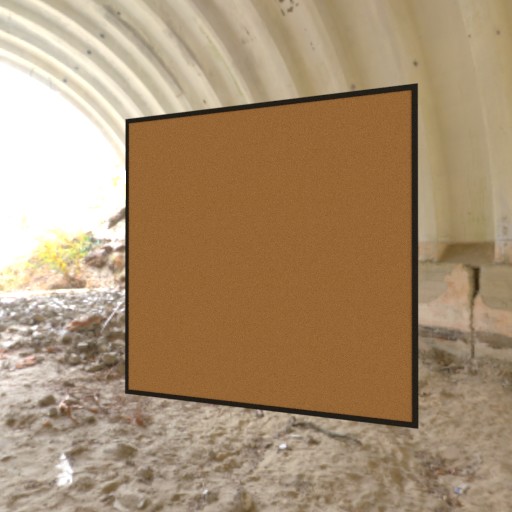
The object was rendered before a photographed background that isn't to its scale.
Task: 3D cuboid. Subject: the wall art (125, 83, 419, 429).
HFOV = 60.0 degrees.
[{"bbox_3d":[0.000,0.000,0.966,0.664,0.663,0.015,0,0,19],"label":"wall art"}]
